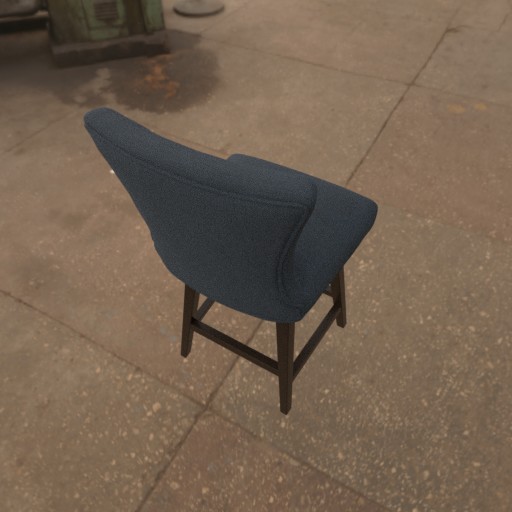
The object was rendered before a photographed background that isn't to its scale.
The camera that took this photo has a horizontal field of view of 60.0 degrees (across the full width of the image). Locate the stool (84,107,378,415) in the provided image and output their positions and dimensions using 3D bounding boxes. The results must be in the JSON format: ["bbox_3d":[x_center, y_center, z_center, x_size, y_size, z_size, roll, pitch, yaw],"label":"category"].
[{"bbox_3d":[0.000,0.000,1.283,0.514,1.000,0.574,24,51,21],"label":"stool"}]
